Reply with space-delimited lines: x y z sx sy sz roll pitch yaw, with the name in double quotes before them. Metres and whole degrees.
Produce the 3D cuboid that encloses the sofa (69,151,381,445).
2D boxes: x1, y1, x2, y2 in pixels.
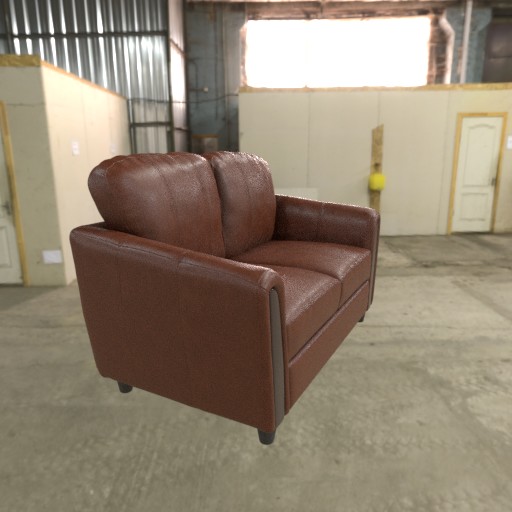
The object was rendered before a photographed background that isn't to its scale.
"sofa" 0.000 0.000 1.981 0.805 0.906 1.406 7 16 27
